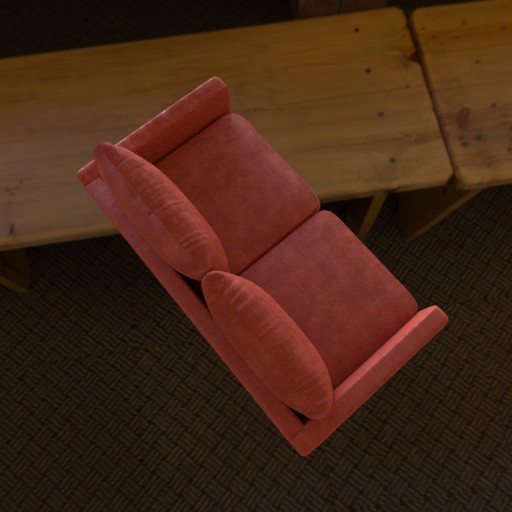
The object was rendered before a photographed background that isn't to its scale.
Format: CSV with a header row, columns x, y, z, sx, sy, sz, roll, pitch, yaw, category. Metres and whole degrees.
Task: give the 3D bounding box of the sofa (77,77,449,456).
x,y,z,sx,sy,sz,roll,pitch,yaw,category
0.000,0.000,2.141,0.864,0.896,1.574,-39,78,-10,sofa
